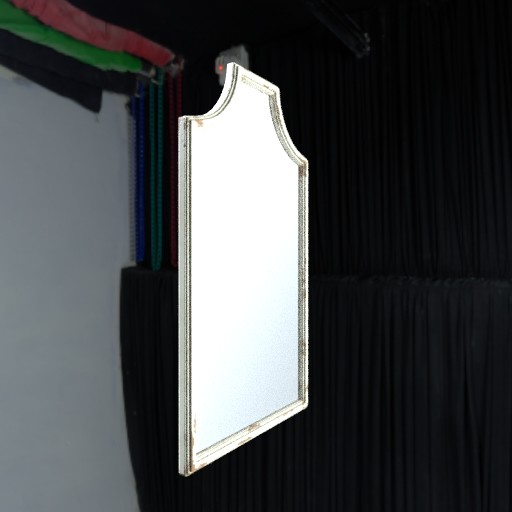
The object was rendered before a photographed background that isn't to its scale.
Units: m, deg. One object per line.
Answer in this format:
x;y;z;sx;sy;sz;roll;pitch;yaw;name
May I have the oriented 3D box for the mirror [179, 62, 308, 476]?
0.000;0.000;0.884;0.022;0.717;0.403;0;0;36;mirror
